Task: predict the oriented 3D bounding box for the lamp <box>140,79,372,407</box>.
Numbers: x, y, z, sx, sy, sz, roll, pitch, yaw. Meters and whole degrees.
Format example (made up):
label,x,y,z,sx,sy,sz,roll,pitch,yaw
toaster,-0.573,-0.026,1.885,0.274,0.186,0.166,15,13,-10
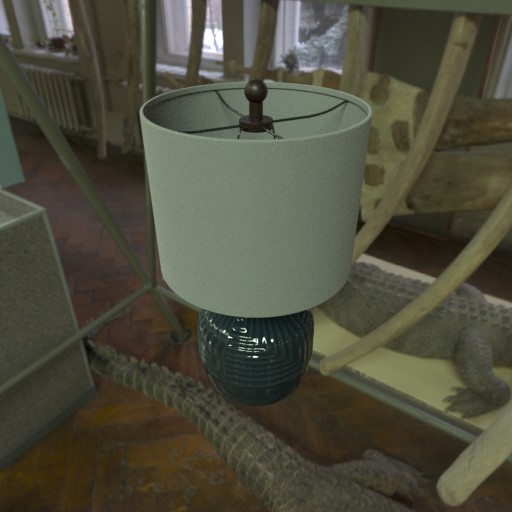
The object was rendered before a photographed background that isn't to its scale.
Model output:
label,x,y,z,sx,sy,sz,roll,pitch,yaw
lamp,0.000,0.000,0.752,0.318,0.567,0.318,0,32,0
